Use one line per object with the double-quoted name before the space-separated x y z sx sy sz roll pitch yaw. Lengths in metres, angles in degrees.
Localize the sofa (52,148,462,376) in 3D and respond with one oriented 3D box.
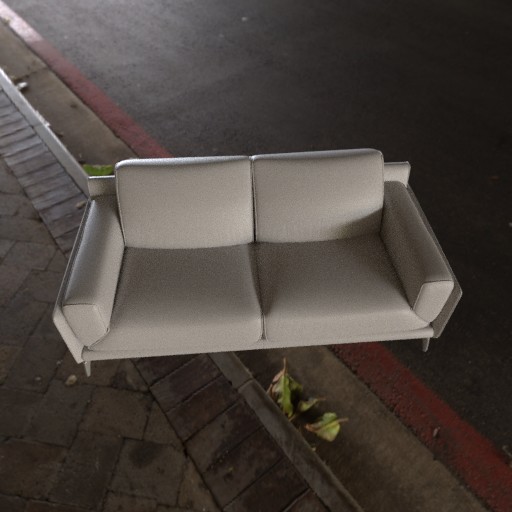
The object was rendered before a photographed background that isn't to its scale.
"sofa" 0.000 0.000 2.622 2.101 0.930 1.049 -3 47 -3
